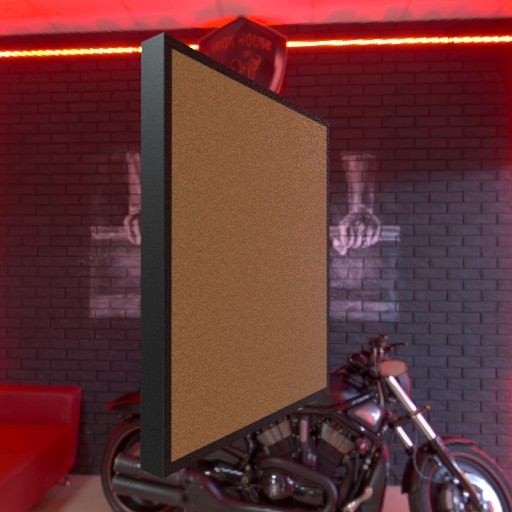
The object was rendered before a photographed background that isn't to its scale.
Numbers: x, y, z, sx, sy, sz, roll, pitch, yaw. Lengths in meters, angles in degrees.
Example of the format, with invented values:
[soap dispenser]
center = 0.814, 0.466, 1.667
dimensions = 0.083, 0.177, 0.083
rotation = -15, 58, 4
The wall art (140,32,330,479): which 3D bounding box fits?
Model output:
[wall art]
center = 0.000, 0.000, 0.493
dimensions = 0.030, 0.369, 0.294
rotation = 0, -1, 37
